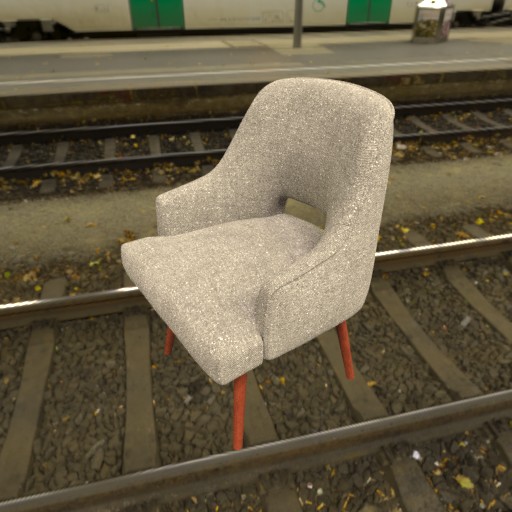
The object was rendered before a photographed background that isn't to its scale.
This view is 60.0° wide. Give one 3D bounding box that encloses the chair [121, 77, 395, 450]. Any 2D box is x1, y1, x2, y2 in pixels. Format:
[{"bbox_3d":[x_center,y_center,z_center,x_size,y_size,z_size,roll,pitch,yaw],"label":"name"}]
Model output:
[{"bbox_3d":[0.000,0.000,1.272,0.629,0.875,0.608,-21,38,-29],"label":"chair"}]
